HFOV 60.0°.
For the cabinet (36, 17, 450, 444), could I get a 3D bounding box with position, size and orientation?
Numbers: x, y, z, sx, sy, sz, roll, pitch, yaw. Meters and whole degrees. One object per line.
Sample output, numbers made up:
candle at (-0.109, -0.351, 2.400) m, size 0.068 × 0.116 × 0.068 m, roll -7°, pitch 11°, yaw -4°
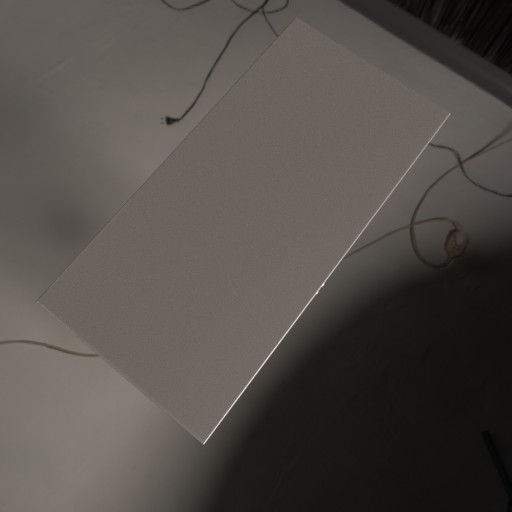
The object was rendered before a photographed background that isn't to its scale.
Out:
cabinet at (0.000, 0.000, 1.234) m, size 0.396 × 0.780 × 0.801 m, roll 37°, pitch 77°, yaw 10°
